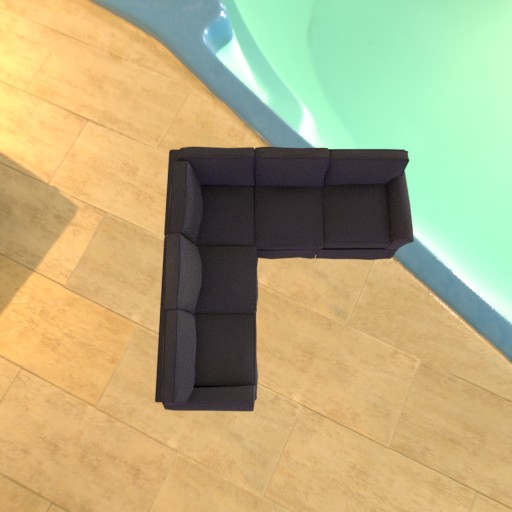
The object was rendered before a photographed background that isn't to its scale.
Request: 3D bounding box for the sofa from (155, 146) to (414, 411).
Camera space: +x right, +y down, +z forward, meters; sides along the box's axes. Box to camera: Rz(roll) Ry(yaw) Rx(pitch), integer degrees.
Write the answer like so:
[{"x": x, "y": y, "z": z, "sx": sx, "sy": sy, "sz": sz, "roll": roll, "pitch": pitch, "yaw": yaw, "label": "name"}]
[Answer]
[{"x": 0.000, "y": 0.000, "z": 5.017, "sx": 2.874, "sy": 1.169, "sz": 3.773, "roll": 30, "pitch": 77, "yaw": 8, "label": "sofa"}]
